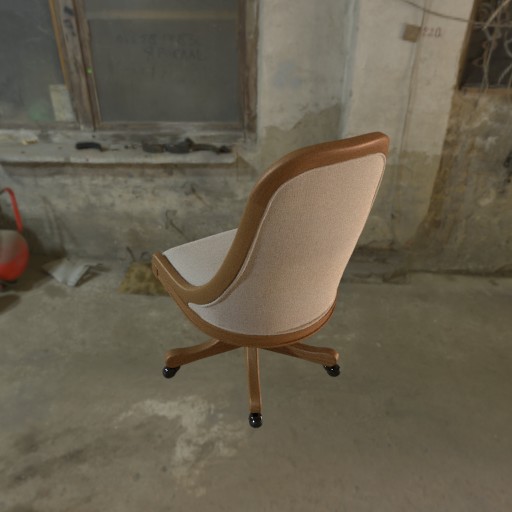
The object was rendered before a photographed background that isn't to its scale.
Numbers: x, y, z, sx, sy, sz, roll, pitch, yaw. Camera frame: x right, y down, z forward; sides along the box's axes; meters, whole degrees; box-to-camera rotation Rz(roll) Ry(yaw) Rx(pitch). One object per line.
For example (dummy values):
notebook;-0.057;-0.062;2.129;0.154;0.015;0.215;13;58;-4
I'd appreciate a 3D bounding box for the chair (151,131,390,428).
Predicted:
chair;0.000;0.000;1.547;0.702;1.009;0.811;-19;36;-28
